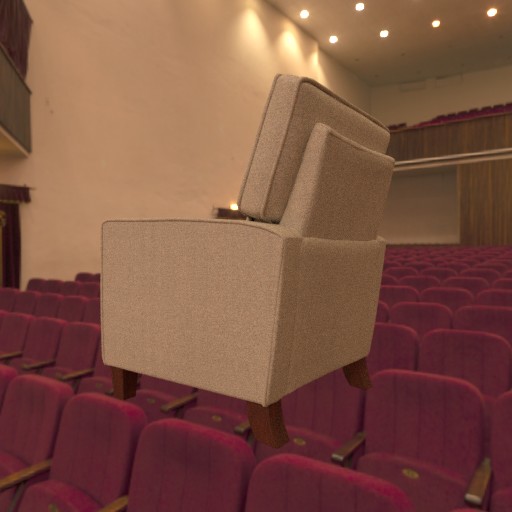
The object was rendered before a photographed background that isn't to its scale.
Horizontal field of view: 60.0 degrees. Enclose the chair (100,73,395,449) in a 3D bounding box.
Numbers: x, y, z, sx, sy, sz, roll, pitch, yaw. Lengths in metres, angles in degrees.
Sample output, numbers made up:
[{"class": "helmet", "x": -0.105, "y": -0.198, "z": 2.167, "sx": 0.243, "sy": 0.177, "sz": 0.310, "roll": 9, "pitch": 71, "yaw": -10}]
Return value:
[{"class": "chair", "x": 0.000, "y": 0.000, "z": 1.422, "sx": 0.754, "sy": 0.888, "sz": 0.648, "roll": 1, "pitch": 1, "yaw": 36}]
